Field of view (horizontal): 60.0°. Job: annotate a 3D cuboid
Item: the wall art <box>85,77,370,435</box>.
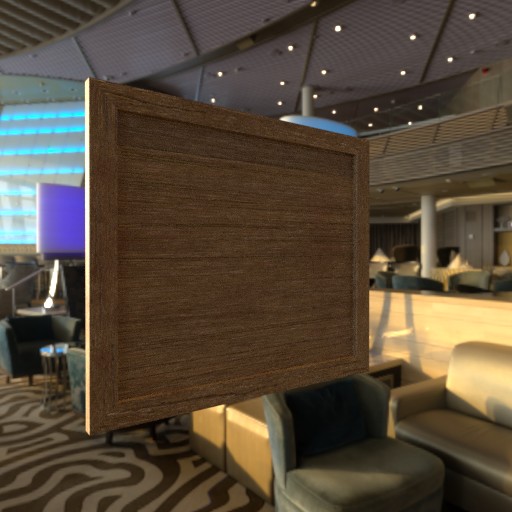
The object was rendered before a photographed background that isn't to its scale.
[{"bbox_3d":[0.000,0.000,0.938,0.690,0.588,0.026,0,0,-35],"label":"wall art"}]
